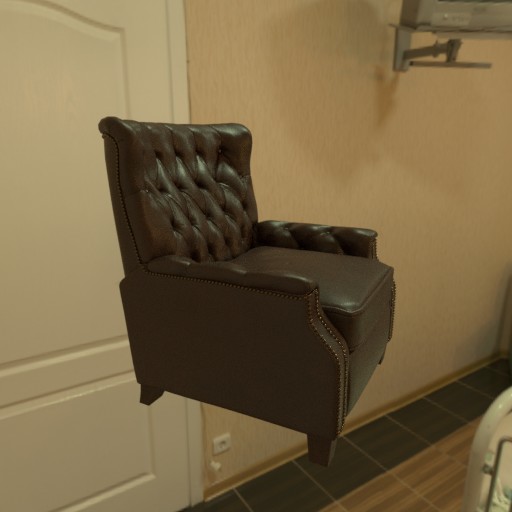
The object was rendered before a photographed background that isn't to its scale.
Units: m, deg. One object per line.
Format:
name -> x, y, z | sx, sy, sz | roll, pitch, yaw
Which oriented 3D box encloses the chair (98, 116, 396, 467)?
chair -> 0.000, 0.000, 1.454 | 0.823, 0.864, 0.709 | 8, 17, 27
